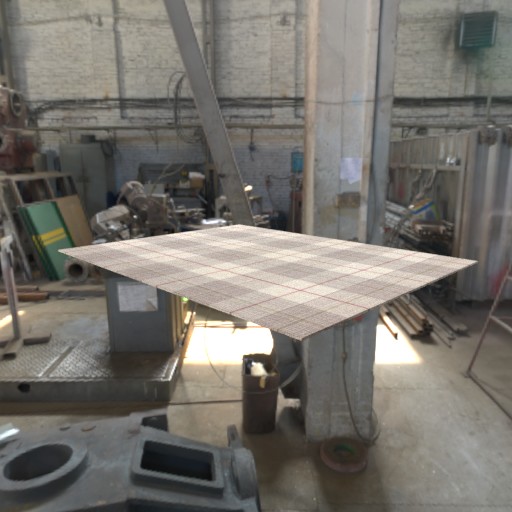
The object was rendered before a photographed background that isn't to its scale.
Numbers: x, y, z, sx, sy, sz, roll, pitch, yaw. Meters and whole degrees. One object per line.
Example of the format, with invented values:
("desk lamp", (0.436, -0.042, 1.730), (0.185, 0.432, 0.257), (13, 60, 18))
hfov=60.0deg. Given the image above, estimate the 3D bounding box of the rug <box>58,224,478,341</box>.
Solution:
("rug", (0.000, 0.000, 3.951), (2.317, 0.016, 2.959), (-12, 17, -43))
